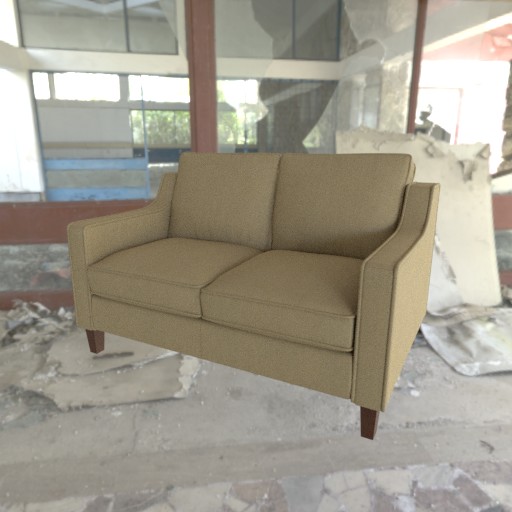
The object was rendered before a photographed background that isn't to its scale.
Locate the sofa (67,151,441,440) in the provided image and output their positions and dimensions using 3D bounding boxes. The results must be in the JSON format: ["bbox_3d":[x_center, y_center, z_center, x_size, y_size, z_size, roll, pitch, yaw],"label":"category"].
[{"bbox_3d":[0.000,0.000,2.148,1.501,0.971,0.987,8,17,27],"label":"sofa"}]
